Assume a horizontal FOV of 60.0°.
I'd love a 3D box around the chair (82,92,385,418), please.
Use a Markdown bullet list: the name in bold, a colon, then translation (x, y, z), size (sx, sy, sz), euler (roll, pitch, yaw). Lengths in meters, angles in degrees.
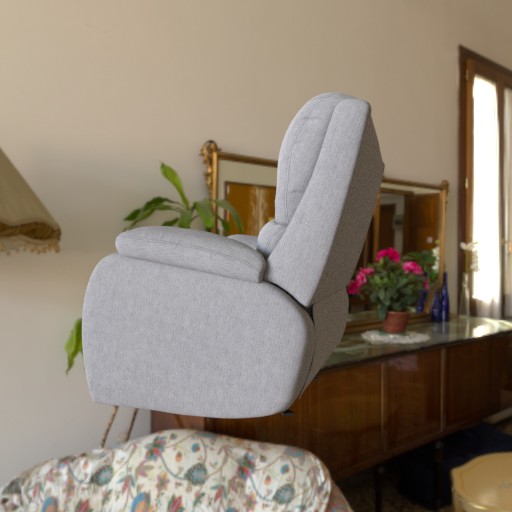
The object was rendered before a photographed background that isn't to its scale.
- **chair**: translation (0.000, 0.000, 1.673), size (0.899, 1.011, 0.930), euler (0, 0, 19)
